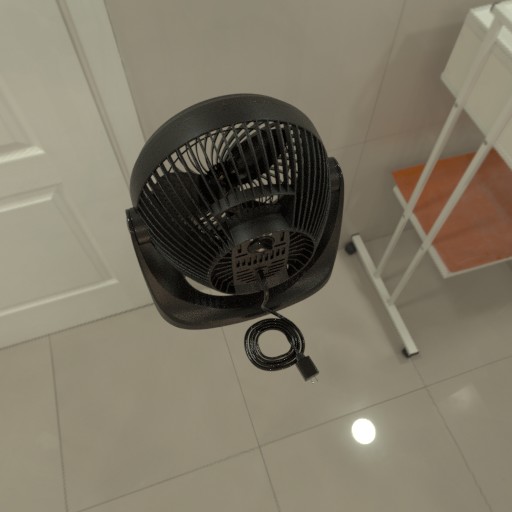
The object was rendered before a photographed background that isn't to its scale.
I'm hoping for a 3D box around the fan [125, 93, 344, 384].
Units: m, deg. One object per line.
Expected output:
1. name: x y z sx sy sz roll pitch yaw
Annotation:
1. fan: 0.000 0.000 0.507 0.273 0.277 0.256 -16 60 -10
